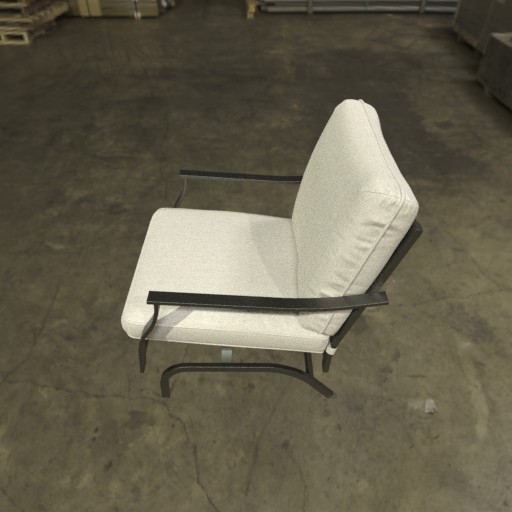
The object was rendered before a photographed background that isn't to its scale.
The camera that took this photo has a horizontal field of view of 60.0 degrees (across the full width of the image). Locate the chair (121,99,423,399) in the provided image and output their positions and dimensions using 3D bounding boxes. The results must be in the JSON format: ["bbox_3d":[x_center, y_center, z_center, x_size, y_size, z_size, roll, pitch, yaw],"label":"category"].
[{"bbox_3d":[0.000,0.000,1.448,0.787,0.860,0.650,0,41,0],"label":"chair"}]
